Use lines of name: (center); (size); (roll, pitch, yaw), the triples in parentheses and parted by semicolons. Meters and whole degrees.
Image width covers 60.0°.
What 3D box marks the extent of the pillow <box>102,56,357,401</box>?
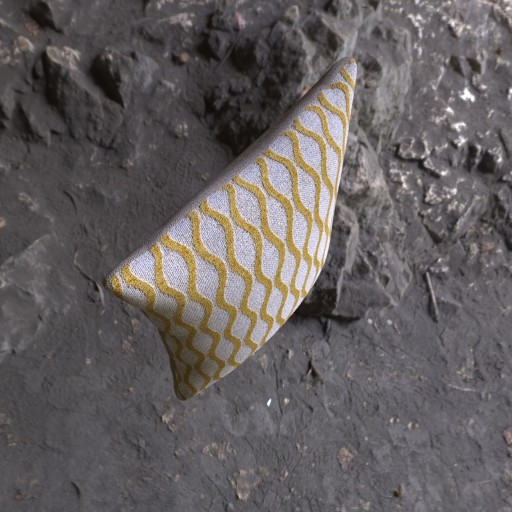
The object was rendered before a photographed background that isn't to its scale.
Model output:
pillow: (0.000, 0.000, 0.668); (0.159, 0.436, 0.429); (33, 63, 19)
